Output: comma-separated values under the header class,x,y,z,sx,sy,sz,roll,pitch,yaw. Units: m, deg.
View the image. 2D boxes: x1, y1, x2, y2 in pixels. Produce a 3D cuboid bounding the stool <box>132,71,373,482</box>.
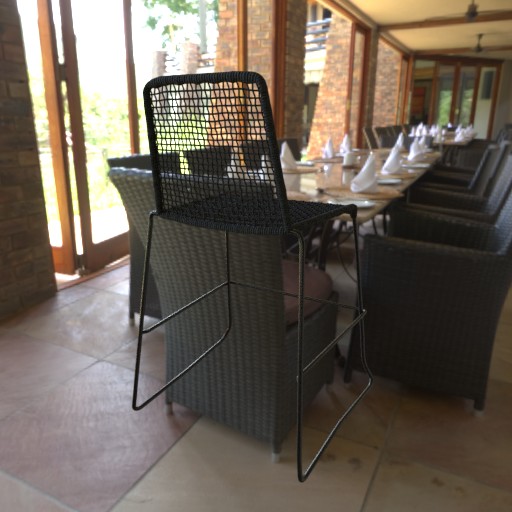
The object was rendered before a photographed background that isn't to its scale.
class,x,y,z,sx,sy,sz,roll,pitch,yaw
stool,0.000,0.000,1.230,0.590,0.905,0.509,10,19,29
